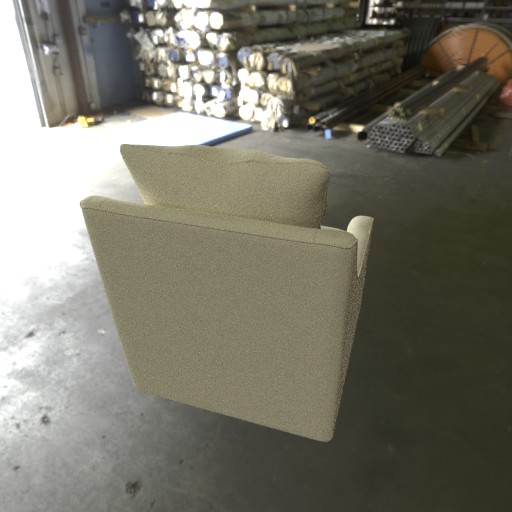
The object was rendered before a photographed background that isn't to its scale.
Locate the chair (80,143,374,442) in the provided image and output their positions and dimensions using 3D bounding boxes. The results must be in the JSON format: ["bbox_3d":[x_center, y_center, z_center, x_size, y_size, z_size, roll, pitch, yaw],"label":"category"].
[{"bbox_3d":[0.000,0.000,1.610,0.756,0.965,0.876,10,32,16],"label":"chair"}]
